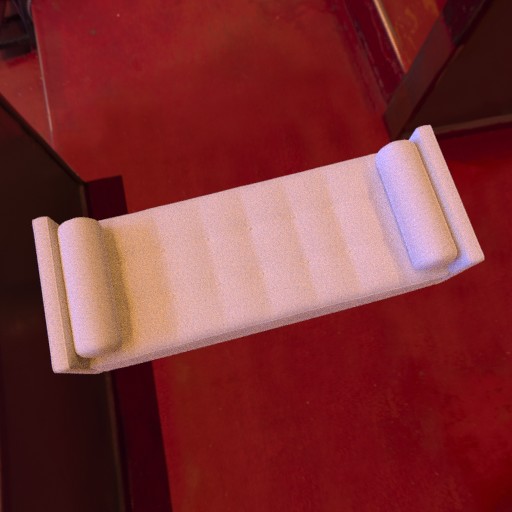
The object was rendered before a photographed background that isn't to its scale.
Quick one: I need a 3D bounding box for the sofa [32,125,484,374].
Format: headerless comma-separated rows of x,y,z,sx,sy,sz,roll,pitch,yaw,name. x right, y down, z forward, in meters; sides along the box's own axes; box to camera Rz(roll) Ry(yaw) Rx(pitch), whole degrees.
0.000,0.000,2.325,1.985,0.641,0.746,-14,75,-4,sofa
